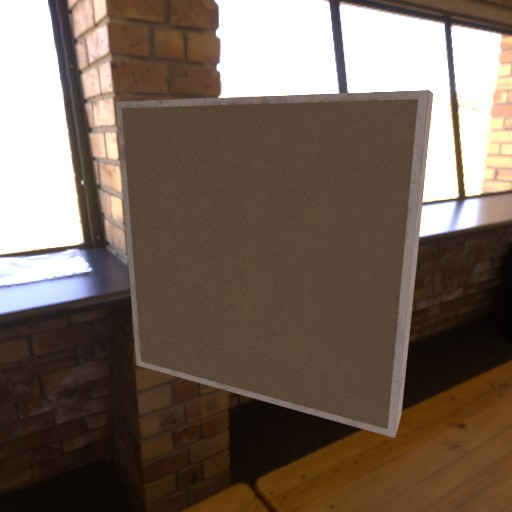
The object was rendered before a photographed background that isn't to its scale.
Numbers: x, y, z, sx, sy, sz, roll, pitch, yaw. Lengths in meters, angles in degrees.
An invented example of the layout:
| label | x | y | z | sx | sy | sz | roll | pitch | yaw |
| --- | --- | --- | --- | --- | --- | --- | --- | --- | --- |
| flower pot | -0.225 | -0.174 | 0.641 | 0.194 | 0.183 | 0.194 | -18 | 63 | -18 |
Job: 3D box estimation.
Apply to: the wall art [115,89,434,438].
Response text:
| label | x | y | z | sx | sy | sz | roll | pitch | yaw |
| --- | --- | --- | --- | --- | --- | --- | --- | --- | --- |
| wall art | 0.000 | 0.000 | 0.451 | 0.305 | 0.303 | 0.038 | 7 | 17 | 25 |
